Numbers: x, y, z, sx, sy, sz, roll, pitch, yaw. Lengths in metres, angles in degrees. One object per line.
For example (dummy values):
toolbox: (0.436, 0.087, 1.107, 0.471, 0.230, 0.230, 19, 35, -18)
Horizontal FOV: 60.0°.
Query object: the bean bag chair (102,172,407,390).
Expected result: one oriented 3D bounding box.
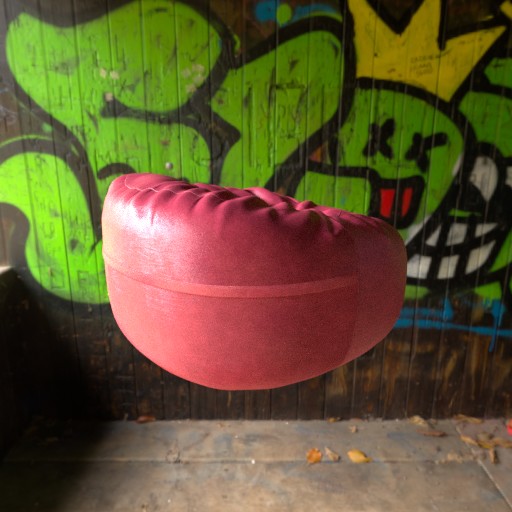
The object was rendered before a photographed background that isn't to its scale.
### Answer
bean bag chair: (0.000, 0.000, 2.352, 1.524, 0.878, 1.524, -8, 17, -28)
